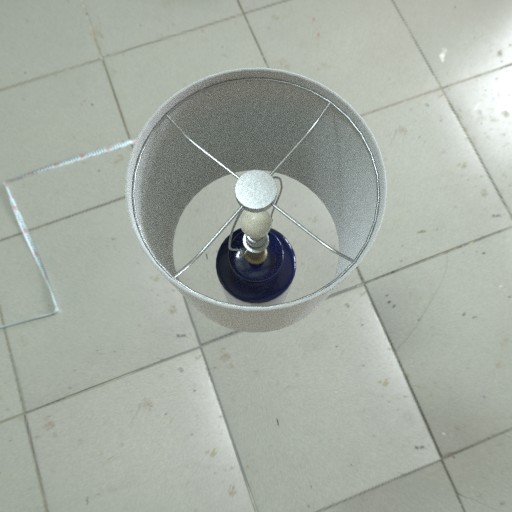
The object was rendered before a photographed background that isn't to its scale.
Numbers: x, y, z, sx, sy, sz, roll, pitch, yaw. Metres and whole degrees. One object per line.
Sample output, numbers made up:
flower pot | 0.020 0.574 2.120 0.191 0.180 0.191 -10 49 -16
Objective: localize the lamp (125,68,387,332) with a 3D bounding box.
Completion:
lamp | 0.000 0.000 0.597 0.212 0.493 0.212 39 79 9
